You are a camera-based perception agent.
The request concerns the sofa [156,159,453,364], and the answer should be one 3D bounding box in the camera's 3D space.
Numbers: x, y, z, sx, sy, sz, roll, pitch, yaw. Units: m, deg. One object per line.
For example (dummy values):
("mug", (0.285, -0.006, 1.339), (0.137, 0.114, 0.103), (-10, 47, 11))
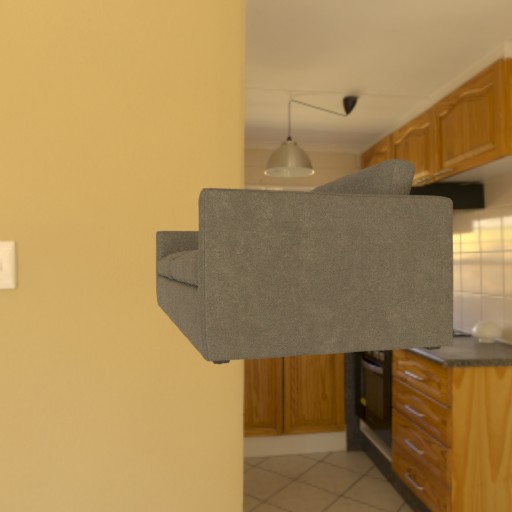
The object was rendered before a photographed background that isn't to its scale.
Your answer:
("sofa", (0.000, 0.000, 2.781), (1.092, 0.838, 2.257), (0, -1, -17))
